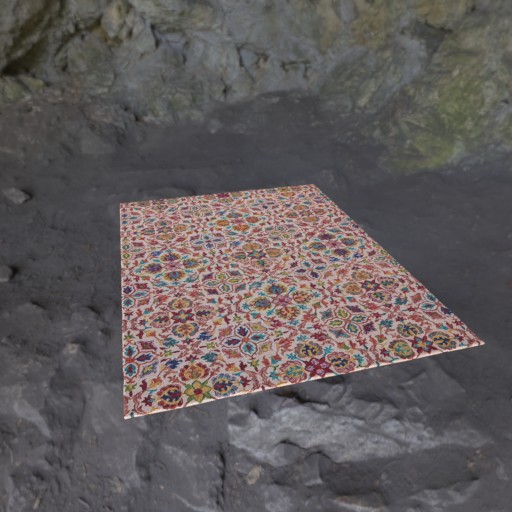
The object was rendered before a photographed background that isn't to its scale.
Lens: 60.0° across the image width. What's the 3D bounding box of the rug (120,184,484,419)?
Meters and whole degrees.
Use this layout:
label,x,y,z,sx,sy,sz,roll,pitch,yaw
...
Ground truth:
label,x,y,z,sx,sy,sz,roll,pitch,yaw
rug,0.000,0.000,4.159,2.446,0.020,3.215,-8,31,-13
